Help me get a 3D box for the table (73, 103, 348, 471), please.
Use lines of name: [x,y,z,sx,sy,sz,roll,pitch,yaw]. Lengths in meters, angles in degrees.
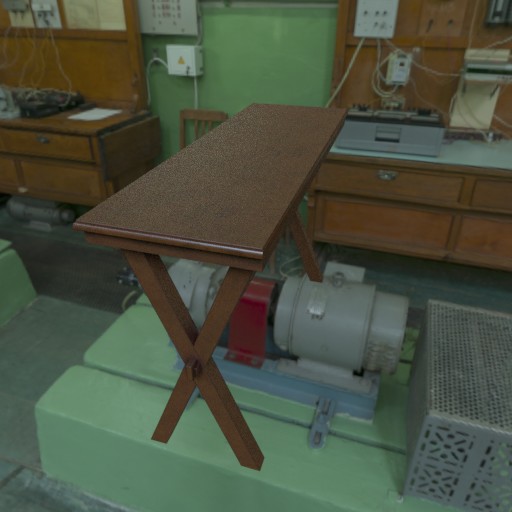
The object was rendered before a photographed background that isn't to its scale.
table: [0.000,0.000,1.521,0.399,0.763,1.197,9,32,15]
